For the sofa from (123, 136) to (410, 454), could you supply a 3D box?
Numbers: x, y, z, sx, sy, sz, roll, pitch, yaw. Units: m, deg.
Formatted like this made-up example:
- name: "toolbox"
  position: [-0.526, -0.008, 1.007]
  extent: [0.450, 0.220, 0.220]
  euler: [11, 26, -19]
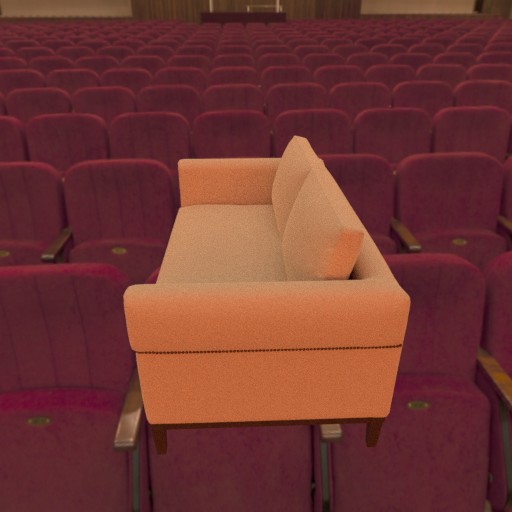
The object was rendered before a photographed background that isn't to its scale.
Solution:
- name: "sofa"
  position: [0.000, 0.000, 2.153]
  extent: [0.905, 0.873, 1.598]
  euler: [-1, 28, -2]
